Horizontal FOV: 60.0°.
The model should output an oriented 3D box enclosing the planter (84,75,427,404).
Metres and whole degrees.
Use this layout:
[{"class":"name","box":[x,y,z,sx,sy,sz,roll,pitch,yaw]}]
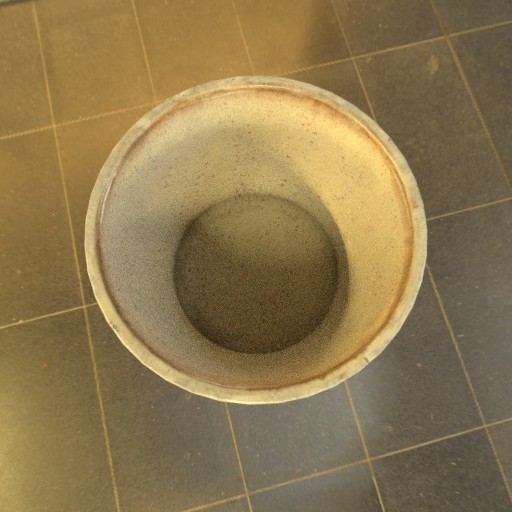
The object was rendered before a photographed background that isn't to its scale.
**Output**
[{"class":"planter","box":[0.000,0.000,0.310,0.186,0.144,0.186,0,76,0]}]
